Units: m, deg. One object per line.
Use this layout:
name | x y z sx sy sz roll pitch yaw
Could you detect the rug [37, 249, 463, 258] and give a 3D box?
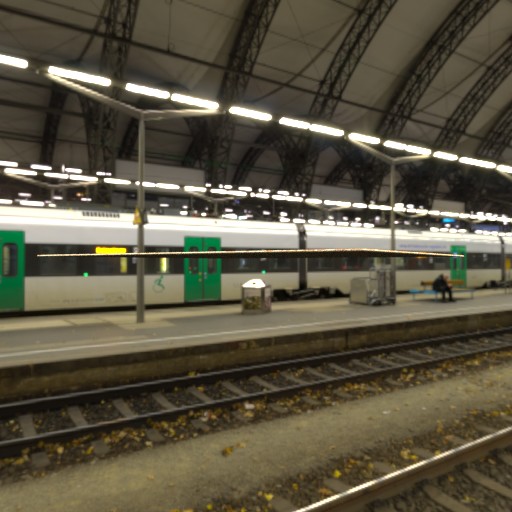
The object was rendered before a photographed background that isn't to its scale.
rug | 0.000 0.000 4.044 3.050 0.011 2.441 -1 -1 36
